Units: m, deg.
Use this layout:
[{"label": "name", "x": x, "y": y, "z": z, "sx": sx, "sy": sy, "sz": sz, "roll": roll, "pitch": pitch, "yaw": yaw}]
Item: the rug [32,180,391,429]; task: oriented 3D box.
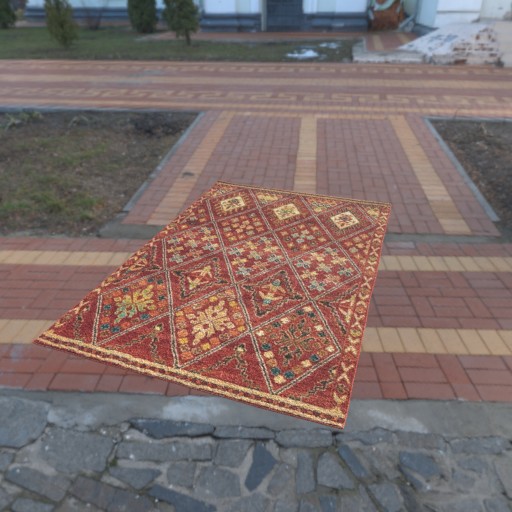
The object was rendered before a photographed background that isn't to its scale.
[{"label": "rug", "x": 0.000, "y": 0.000, "z": 2.863, "sx": 1.521, "sy": 0.026, "sz": 2.286, "roll": 10, "pitch": 32, "yaw": 17}]
